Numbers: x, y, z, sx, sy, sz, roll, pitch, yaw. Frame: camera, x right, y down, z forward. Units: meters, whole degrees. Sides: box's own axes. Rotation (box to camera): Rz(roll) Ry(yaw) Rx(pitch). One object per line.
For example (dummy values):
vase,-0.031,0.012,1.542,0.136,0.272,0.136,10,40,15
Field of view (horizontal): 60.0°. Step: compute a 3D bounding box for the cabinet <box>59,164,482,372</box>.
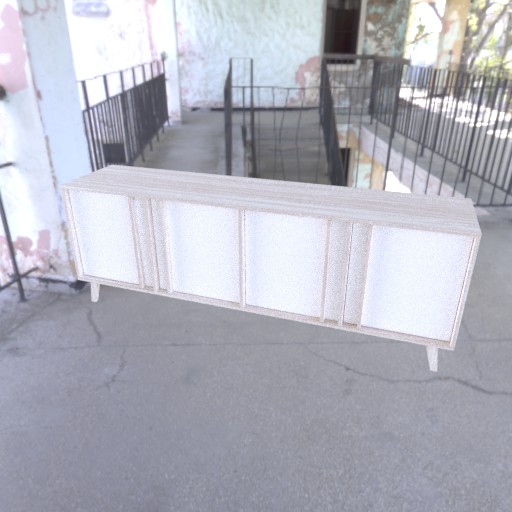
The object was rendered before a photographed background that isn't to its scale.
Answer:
cabinet,0.000,0.000,2.588,2.200,0.780,0.500,8,27,17
